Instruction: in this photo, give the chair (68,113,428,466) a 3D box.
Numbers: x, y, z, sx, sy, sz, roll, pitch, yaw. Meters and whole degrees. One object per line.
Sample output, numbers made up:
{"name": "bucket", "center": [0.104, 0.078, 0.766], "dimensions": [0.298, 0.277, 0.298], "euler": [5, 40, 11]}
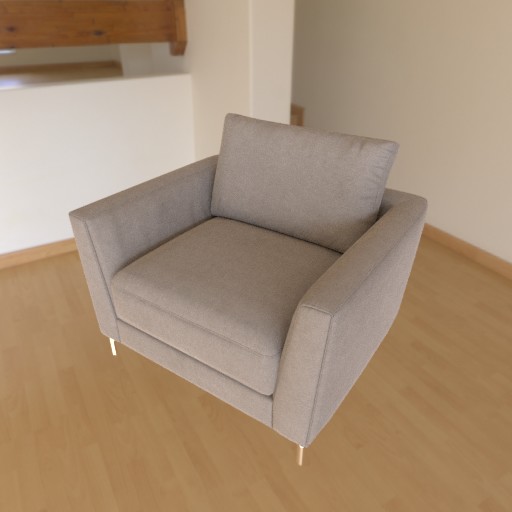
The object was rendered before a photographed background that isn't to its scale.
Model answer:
{"name": "chair", "center": [0.000, 0.000, 1.688], "dimensions": [1.041, 0.864, 0.889], "euler": [19, 35, 29]}
